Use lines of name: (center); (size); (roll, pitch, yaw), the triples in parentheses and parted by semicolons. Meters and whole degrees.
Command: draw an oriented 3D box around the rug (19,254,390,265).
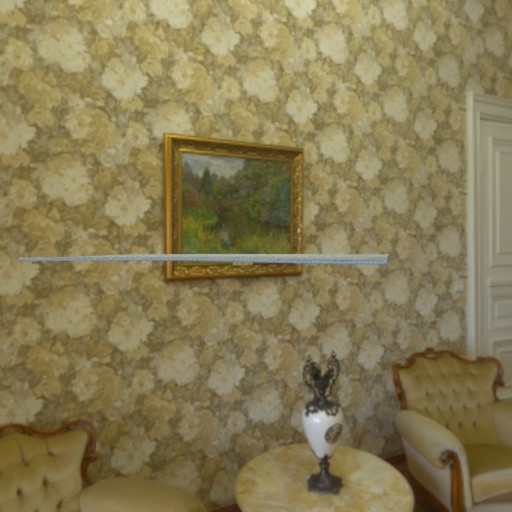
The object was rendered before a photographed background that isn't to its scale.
rug: (0.000, 0.000, 4.259); (2.461, 0.046, 3.237); (0, 1, 17)
